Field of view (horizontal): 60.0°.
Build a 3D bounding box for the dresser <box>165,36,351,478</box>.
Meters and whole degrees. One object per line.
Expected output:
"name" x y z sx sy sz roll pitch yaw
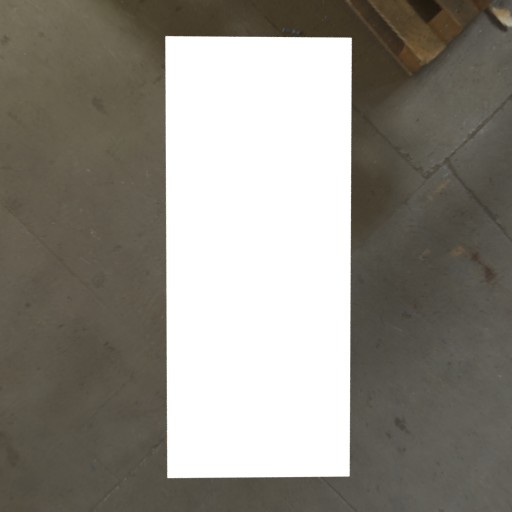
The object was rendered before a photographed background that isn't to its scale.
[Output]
"dresser" 0.000 0.000 1.517 0.460 0.820 1.100 0 91 -1
